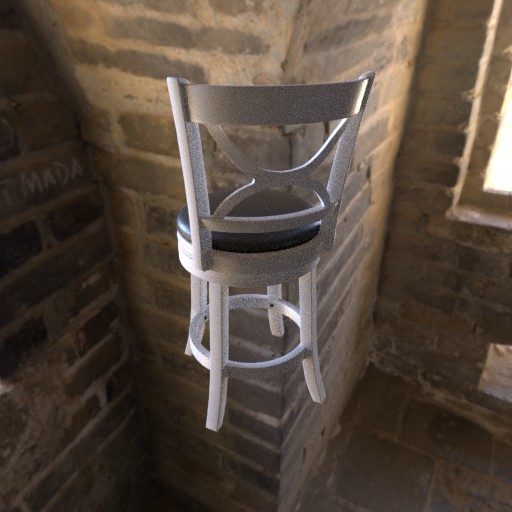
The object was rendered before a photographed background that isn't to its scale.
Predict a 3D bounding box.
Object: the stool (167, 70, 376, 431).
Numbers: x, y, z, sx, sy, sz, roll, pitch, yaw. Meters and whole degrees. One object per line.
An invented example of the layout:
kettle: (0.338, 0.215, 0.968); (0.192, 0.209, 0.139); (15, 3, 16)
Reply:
stool: (0.000, 0.000, 1.218); (0.444, 0.953, 0.508); (-9, 28, -17)
